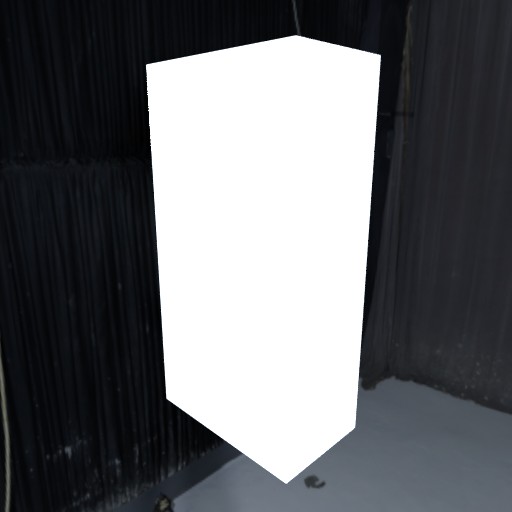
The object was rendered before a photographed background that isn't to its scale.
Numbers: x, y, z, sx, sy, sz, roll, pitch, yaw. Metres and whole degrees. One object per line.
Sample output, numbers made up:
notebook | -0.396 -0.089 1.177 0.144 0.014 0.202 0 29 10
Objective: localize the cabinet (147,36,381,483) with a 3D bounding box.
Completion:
cabinet | 0.000 0.000 2.352 0.980 1.920 0.580 15 21 43
